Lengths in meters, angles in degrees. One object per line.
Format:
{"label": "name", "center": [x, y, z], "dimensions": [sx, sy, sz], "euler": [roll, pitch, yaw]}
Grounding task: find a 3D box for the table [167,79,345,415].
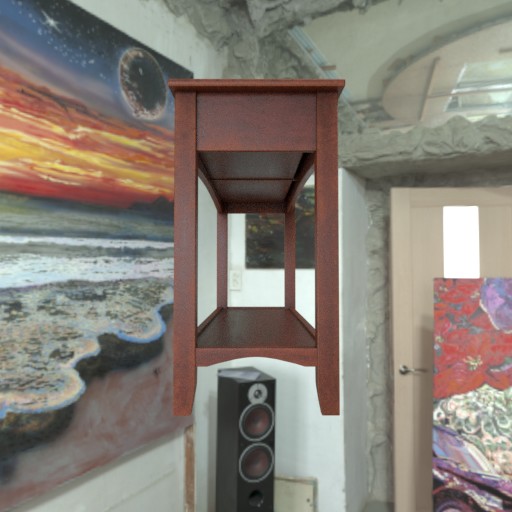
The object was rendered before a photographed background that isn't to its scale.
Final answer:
{"label": "table", "center": [0.000, 0.000, 1.551], "dimensions": [0.392, 0.739, 1.188], "euler": [0, -2, 0]}
